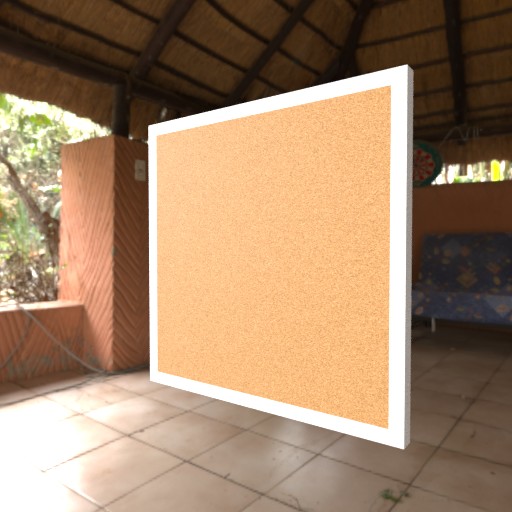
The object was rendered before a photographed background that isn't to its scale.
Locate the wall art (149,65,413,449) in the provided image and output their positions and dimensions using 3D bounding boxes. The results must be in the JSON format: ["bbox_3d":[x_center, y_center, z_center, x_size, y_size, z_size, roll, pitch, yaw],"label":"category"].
[{"bbox_3d":[0.000,0.000,1.117,0.762,0.762,0.038,1,2,36],"label":"wall art"}]
